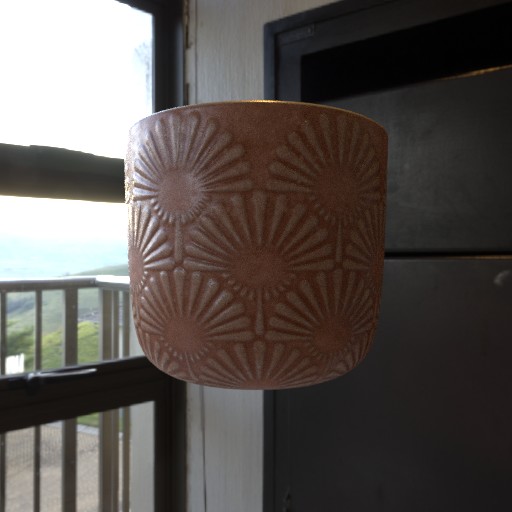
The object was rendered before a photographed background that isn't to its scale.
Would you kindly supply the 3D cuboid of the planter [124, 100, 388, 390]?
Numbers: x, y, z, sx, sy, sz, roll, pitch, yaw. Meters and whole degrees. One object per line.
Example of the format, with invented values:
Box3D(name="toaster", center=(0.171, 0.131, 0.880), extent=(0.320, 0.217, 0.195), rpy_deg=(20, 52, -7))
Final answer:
Box3D(name="planter", center=(0.000, 0.000, 0.216), extent=(0.124, 0.109, 0.124), rpy_deg=(0, 0, 0))
